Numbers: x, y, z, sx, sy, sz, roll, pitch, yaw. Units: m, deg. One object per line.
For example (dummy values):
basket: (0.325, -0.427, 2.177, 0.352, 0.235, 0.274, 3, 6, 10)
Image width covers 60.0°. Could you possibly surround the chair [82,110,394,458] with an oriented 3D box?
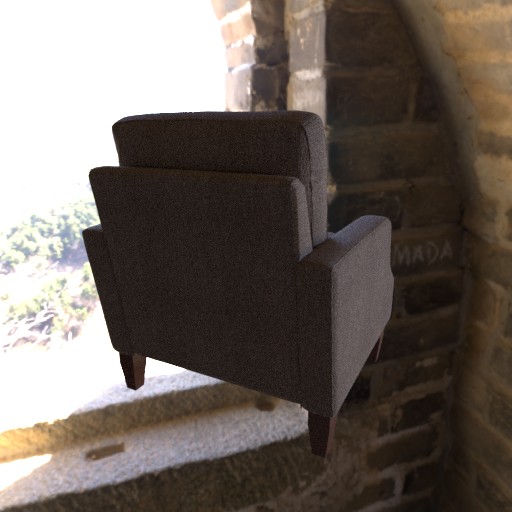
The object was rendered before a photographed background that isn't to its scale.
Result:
chair: (0.000, 0.000, 1.613, 0.855, 0.993, 0.897, 9, 19, 27)
